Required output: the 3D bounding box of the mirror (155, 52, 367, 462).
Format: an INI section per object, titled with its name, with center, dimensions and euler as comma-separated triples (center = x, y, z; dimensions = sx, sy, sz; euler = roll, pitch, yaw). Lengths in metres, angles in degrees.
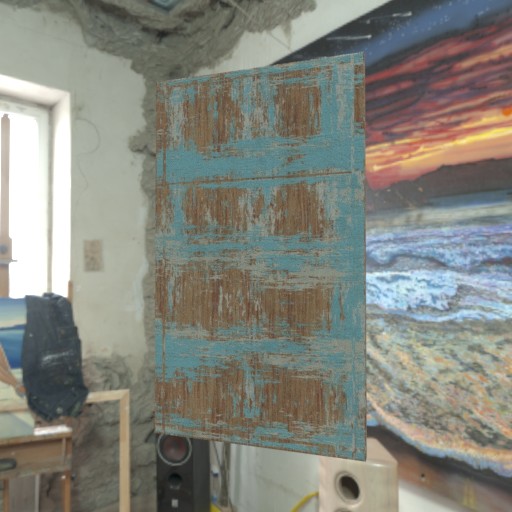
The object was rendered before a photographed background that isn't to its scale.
[mirror]
center = 0.000, 0.000, 1.462
dimensions = 0.707, 1.213, 0.083
euler = 0, -1, 18
